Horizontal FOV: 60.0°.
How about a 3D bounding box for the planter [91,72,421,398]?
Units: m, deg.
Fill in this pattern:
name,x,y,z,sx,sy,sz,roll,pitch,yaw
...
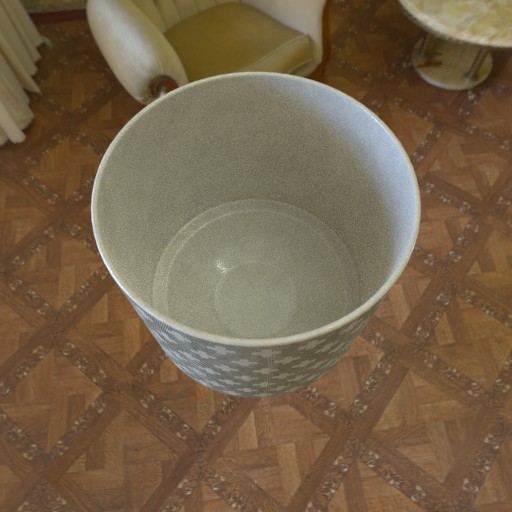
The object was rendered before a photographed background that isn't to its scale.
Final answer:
name,x,y,z,sx,sy,sz,roll,pitch,yaw
planter,0.000,0.000,0.338,0.190,0.181,0.190,0,63,0
